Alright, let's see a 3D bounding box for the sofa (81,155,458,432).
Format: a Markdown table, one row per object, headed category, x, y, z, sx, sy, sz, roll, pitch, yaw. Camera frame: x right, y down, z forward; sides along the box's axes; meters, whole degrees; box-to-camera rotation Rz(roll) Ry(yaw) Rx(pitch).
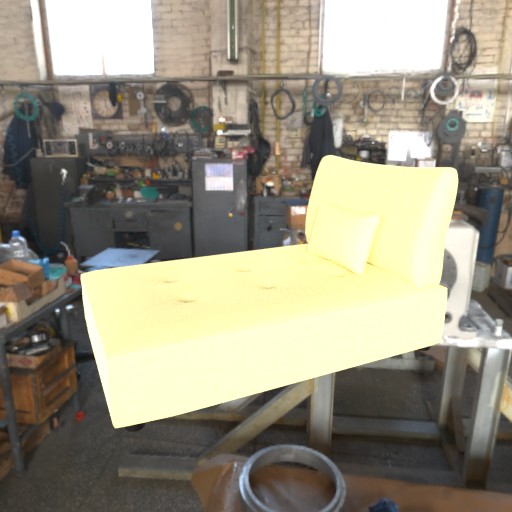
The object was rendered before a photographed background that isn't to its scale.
| category | x | y | z | sx | sy | sz | roll | pitch | yaw |
| --- | --- | --- | --- | --- | --- | --- | --- | --- | --- |
| sofa | 0.000 | 0.000 | 2.009 | 1.450 | 0.820 | 0.930 | -7 | 17 | -25 |
